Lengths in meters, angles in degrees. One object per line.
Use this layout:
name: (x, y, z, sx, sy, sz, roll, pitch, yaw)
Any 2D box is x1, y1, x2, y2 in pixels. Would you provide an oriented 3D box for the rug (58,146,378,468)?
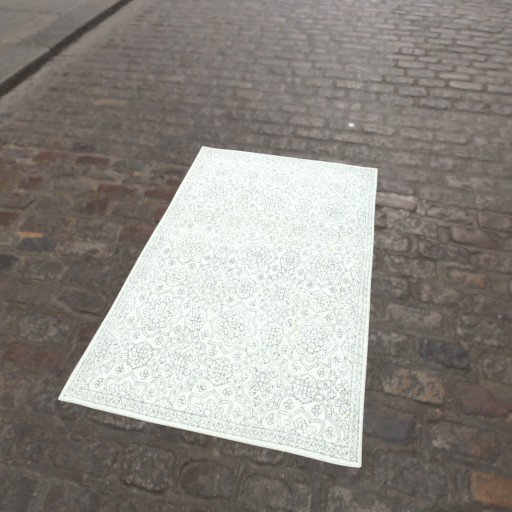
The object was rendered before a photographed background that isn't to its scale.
rug: (0.000, 0.000, 2.950, 1.518, 0.023, 2.434, 9, 46, 9)
